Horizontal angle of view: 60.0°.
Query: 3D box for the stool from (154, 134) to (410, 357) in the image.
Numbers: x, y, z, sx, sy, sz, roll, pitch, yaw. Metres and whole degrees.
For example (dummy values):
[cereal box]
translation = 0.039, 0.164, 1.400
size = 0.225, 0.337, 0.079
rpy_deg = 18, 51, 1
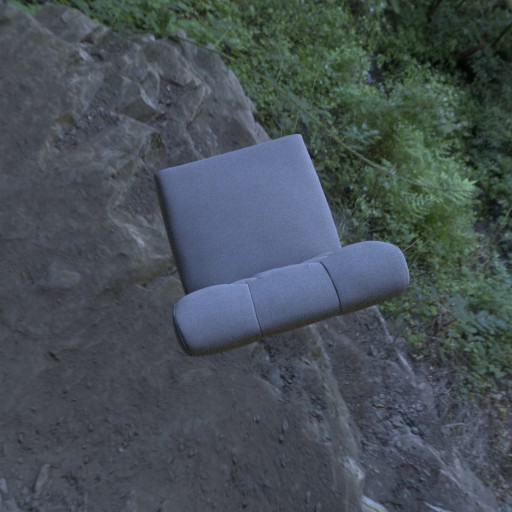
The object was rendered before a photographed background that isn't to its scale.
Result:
[stool]
translation = 0.000, 0.000, 1.434
size = 0.493, 1.140, 0.601
rpy_deg = -16, 75, -4
